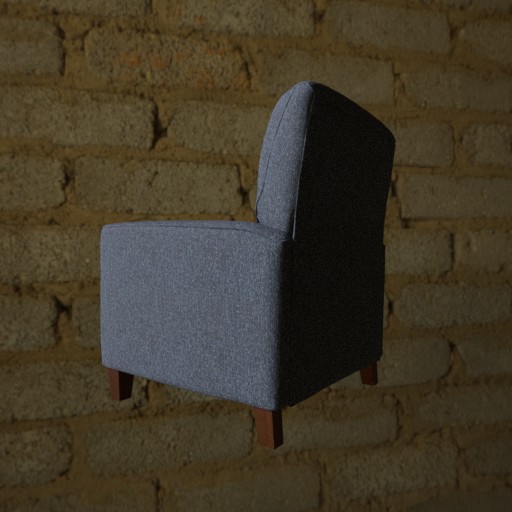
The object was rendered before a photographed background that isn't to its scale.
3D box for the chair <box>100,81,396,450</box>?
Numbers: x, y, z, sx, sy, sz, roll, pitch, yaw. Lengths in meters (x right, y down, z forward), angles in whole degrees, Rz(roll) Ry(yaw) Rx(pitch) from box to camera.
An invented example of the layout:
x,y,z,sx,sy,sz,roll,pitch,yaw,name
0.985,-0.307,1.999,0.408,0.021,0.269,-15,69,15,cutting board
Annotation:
x,y,z,sx,sy,sz,roll,pitch,yaw,name
0.000,0.000,1.657,0.850,1.016,0.839,0,0,36,chair
